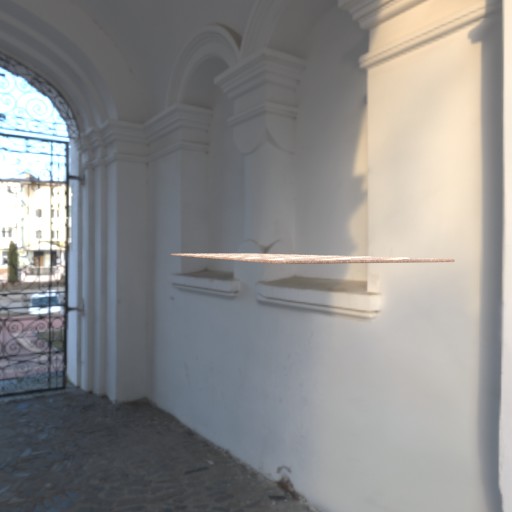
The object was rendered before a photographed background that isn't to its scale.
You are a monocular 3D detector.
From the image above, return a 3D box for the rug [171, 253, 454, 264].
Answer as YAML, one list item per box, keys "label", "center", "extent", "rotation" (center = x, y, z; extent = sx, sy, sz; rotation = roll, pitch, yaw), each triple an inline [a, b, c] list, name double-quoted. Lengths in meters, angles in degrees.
- label: "rug"
  center: [0.000, 0.000, 2.622]
  extent: [0.685, 0.013, 2.437]
  rotation: [0, 1, -18]
